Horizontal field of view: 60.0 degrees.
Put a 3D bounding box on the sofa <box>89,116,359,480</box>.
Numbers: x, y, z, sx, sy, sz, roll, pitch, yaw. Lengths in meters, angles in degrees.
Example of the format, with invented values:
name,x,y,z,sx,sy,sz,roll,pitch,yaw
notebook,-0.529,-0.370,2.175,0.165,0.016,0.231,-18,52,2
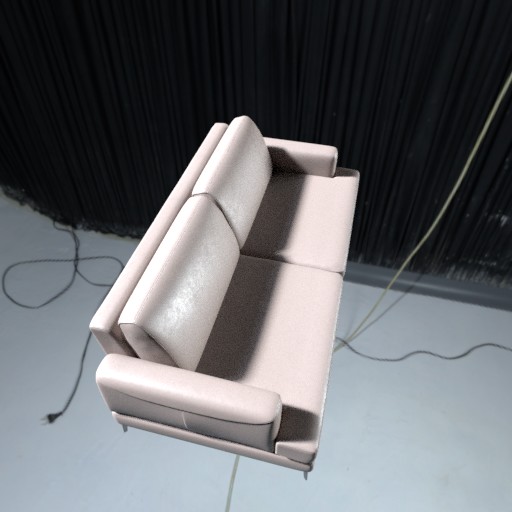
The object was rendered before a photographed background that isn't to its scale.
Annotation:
name,x,y,z,sx,sy,sz,roll,pitch,yaw
sofa,0.000,0.000,2.416,0.974,0.765,1.940,10,46,10
